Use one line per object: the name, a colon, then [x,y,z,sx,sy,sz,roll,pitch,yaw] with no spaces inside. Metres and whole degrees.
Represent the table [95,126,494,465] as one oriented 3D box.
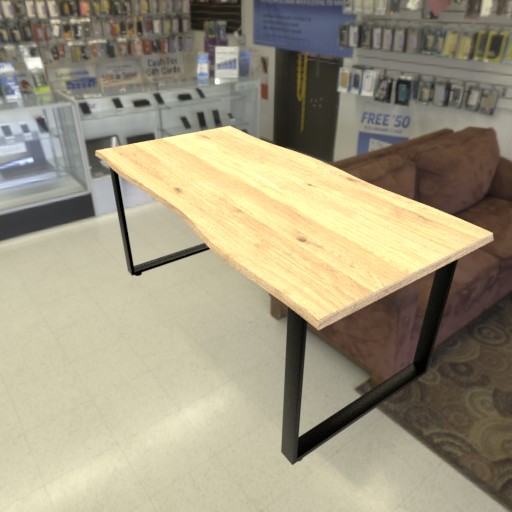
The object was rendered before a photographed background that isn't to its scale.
table: [0.000,0.000,2.228,0.900,0.780,1.800,-20,37,-30]
